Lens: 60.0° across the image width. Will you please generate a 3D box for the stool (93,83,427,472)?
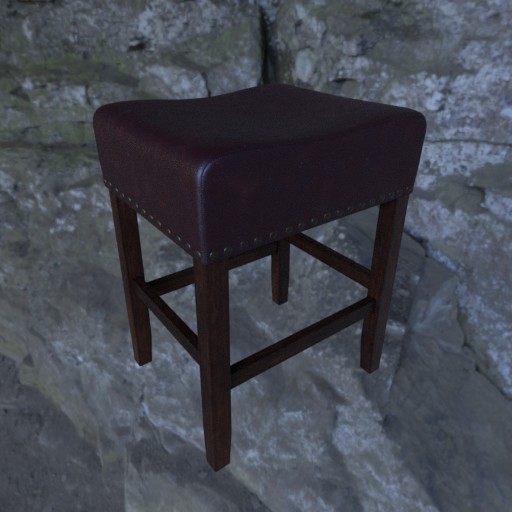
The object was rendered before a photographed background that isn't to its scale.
[{"bbox_3d":[0.000,0.000,0.927,0.465,0.608,0.397,-20,35,-31],"label":"stool"}]
